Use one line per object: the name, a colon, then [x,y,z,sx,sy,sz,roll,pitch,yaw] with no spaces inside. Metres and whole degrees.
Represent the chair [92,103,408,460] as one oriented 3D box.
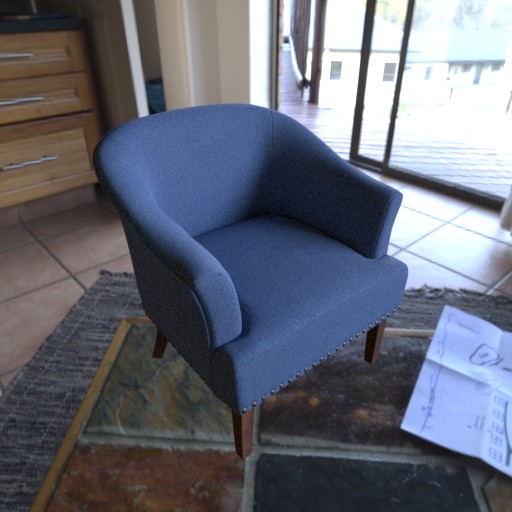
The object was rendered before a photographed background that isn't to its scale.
chair: [0.000,0.000,1.420,0.798,0.815,0.704,-23,38,-34]
